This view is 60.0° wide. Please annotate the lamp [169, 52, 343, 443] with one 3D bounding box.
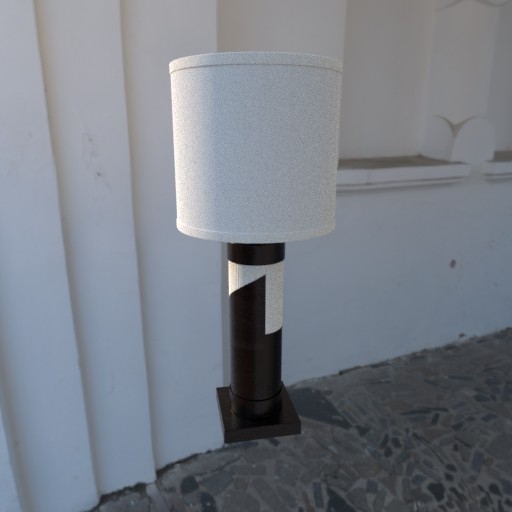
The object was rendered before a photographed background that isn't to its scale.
[{"bbox_3d":[0.000,0.000,0.612,0.211,0.509,0.211,-3,16,-10],"label":"lamp"}]
